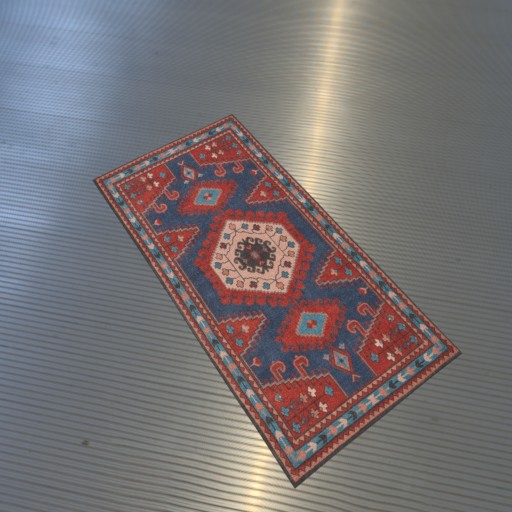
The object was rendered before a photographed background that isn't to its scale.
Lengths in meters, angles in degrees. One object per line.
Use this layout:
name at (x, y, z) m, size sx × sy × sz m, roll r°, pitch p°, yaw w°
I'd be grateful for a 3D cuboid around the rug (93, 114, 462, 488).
rug at (0.000, 0.000, 3.605) m, size 1.522 × 0.034 × 3.032 m, roll -31°, pitch 64°, yaw -17°
